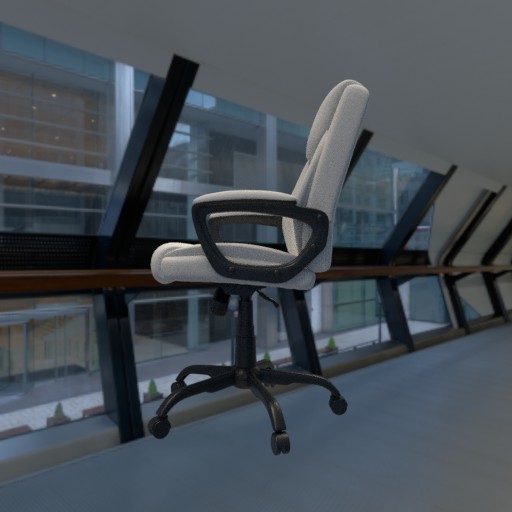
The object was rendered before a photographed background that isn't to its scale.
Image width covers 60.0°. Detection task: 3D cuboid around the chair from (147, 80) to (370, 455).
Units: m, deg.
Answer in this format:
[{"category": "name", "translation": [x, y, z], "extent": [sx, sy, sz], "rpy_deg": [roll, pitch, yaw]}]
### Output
[{"category": "chair", "translation": [0.000, 0.000, 1.491], "extent": [0.669, 1.065, 0.663], "rpy_deg": [0, 0, -1]}]
